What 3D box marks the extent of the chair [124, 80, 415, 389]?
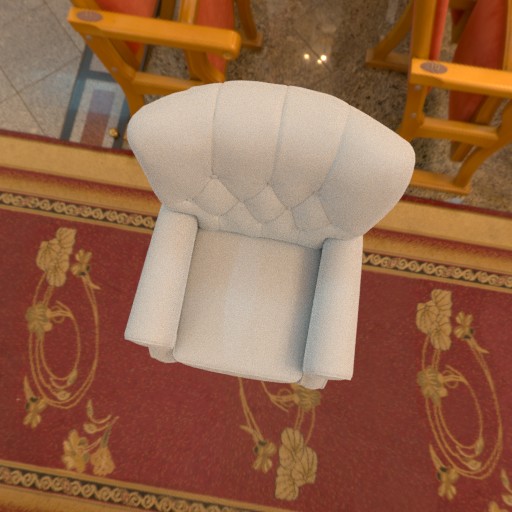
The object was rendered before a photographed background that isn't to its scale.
[{"bbox_3d":[0.000,0.000,2.094,1.090,1.217,1.128,10,76,2],"label":"chair"}]
